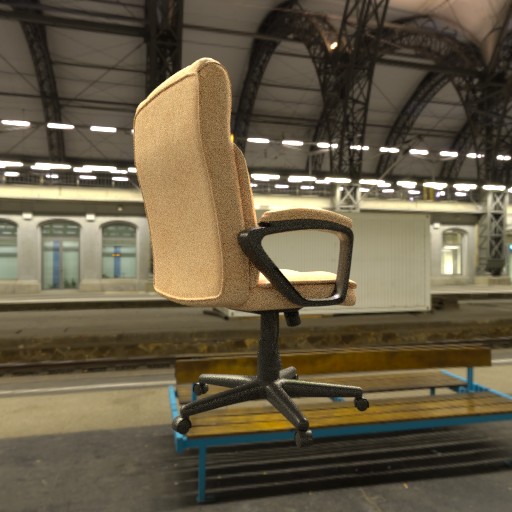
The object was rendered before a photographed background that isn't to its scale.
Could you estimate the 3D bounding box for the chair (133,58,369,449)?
[{"bbox_3d":[0.000,0.000,1.554,0.724,1.105,0.667,0,0,-36],"label":"chair"}]
